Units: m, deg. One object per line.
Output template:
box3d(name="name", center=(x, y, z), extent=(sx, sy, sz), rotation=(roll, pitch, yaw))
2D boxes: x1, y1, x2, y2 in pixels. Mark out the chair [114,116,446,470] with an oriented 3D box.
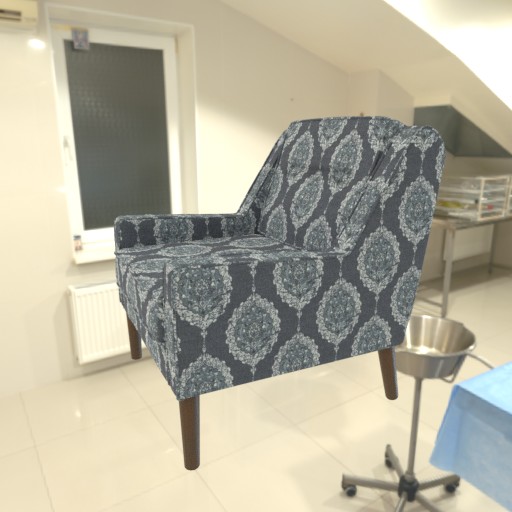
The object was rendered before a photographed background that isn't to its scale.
box3d(name="chair", center=(0.000, 0.000, 1.310), extent=(0.743, 0.792, 0.663), rotation=(-8, 17, -26))
